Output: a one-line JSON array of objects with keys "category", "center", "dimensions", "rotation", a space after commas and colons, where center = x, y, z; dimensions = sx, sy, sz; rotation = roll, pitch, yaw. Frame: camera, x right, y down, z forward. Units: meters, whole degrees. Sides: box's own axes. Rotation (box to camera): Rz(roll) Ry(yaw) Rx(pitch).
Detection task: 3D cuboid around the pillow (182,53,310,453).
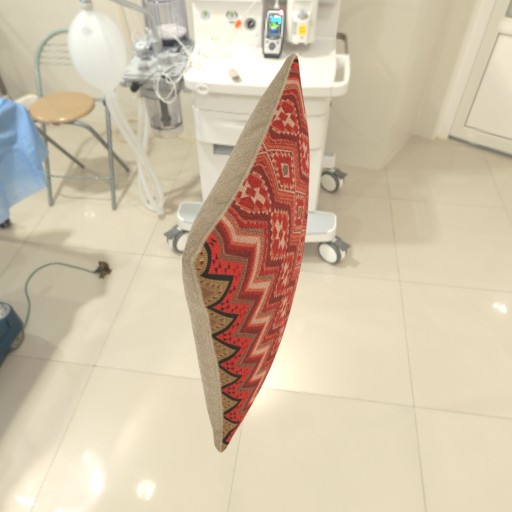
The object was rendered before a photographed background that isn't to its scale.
[{"category": "pillow", "center": [0.000, 0.000, 0.789], "dimensions": [0.158, 0.511, 0.513], "rotation": [11, 47, 10]}]
